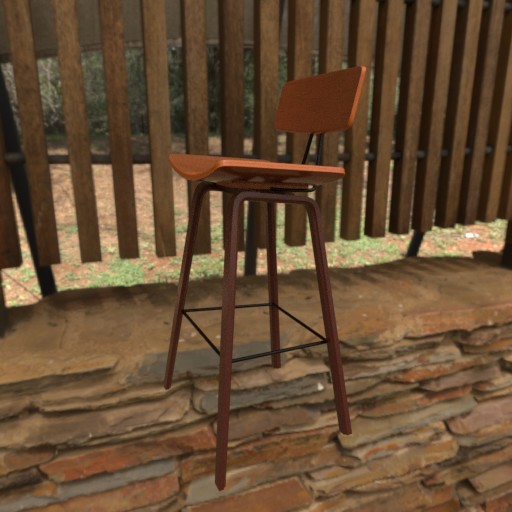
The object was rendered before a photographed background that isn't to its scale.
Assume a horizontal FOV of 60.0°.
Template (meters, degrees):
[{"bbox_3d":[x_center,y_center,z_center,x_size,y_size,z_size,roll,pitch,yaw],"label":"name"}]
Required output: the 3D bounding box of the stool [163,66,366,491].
[{"bbox_3d":[0.000,0.000,1.228,0.440,0.969,0.509,-7,17,-25],"label":"stool"}]
